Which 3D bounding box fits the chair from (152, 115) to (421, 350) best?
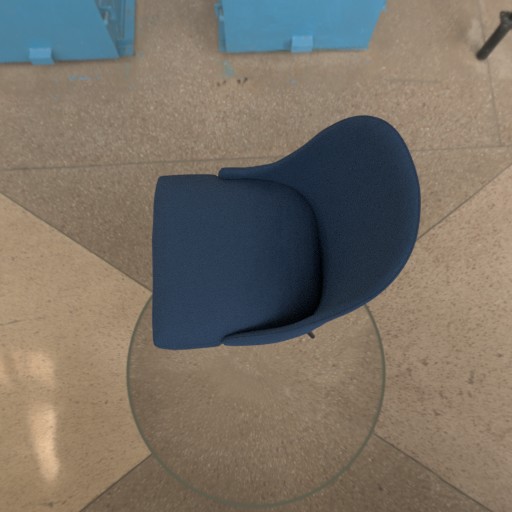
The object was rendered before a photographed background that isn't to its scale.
[{"bbox_3d":[0.000,0.000,1.185,0.559,0.896,0.478,-2,76,0],"label":"chair"}]
